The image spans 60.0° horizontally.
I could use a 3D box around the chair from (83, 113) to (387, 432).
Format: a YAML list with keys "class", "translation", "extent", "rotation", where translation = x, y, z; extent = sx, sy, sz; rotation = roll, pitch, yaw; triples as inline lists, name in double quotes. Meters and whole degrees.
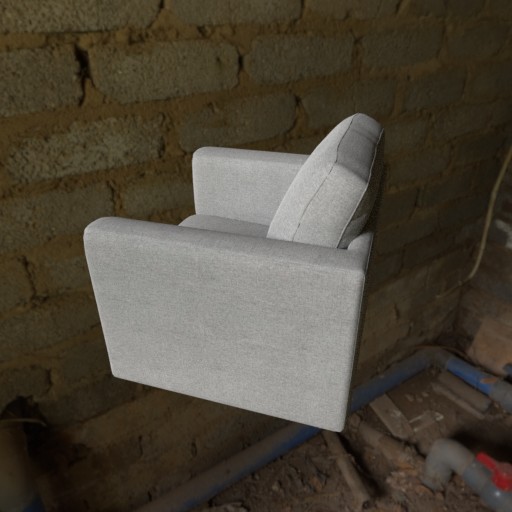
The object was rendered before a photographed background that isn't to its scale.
- class: "chair"
  translation: [0.000, 0.000, 1.565]
  extent: [0.800, 0.927, 0.855]
  rotation: [9, 31, 15]
